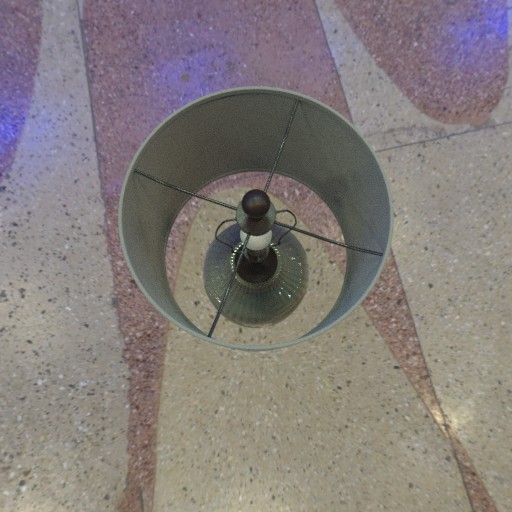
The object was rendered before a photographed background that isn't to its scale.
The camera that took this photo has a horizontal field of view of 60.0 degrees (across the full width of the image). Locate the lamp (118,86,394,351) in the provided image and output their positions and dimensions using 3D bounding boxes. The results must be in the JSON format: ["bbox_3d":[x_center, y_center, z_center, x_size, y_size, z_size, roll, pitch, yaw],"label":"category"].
[{"bbox_3d":[0.000,0.000,0.753,0.318,0.567,0.318,0,77,0],"label":"lamp"}]
